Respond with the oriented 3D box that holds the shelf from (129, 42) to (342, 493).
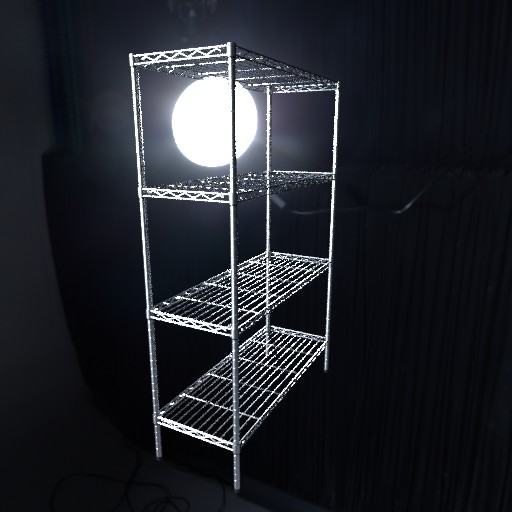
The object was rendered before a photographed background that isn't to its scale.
[{"bbox_3d":[0.000,0.000,1.744,0.352,1.360,0.907,8,16,27],"label":"shelf"}]
